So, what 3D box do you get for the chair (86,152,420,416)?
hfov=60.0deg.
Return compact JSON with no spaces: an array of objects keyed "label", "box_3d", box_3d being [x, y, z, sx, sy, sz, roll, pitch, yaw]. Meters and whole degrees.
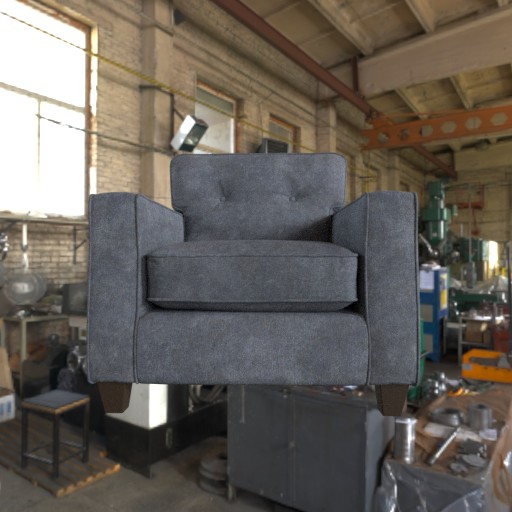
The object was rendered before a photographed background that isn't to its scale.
[{"label":"chair","box_3d":[0.000,0.000,1.753,1.015,0.965,0.939,0,-1,2]}]
